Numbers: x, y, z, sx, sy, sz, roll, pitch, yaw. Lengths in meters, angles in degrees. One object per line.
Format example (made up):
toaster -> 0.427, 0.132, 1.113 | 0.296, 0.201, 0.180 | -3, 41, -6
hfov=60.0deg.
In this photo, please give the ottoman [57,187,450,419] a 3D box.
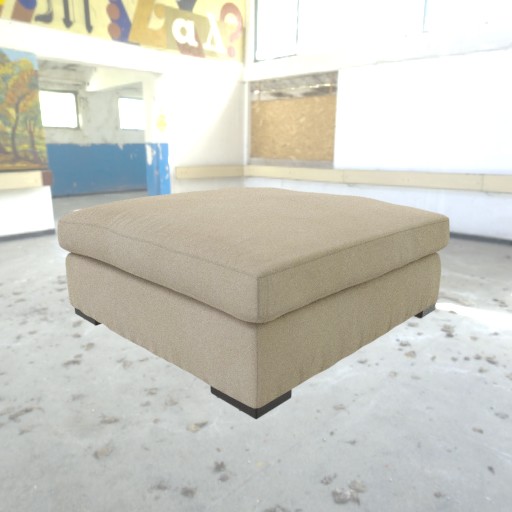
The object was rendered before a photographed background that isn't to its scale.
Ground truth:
ottoman -> 0.000, 0.000, 1.893 | 1.190, 0.522, 1.205 | 13, 19, 42
